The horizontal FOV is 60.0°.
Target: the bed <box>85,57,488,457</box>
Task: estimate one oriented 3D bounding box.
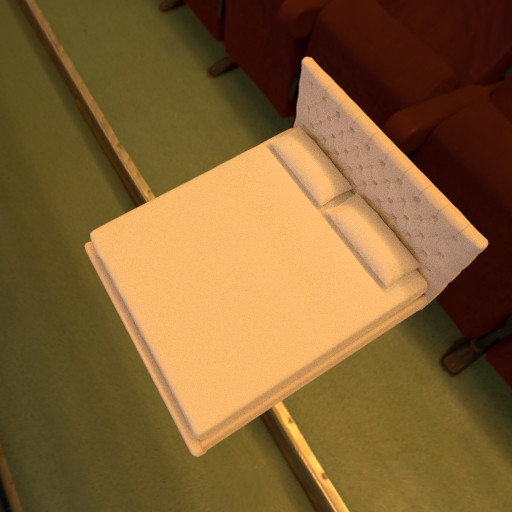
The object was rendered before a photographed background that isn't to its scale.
[{"bbox_3d":[0.000,0.000,3.635,2.387,1.427,2.078,-30,68,-13],"label":"bed"}]
